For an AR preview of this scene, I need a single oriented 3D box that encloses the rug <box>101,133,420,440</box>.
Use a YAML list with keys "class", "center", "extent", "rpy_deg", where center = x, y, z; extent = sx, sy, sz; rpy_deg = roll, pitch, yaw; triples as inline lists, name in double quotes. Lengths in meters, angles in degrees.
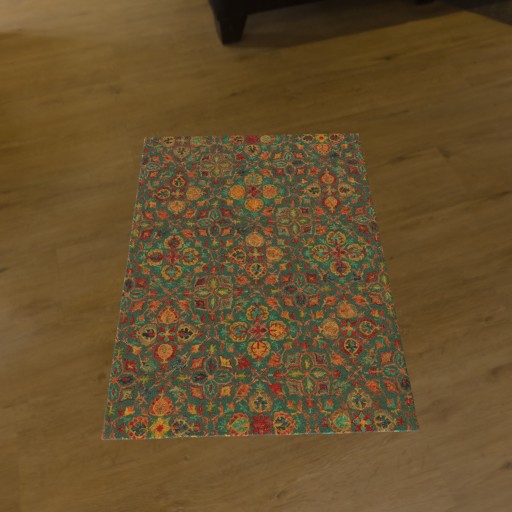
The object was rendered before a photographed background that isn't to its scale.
- class: "rug"
  center: [0.000, 0.000, 4.207]
  extent: [2.434, 0.025, 3.204]
  rpy_deg: [-1, 59, -1]
